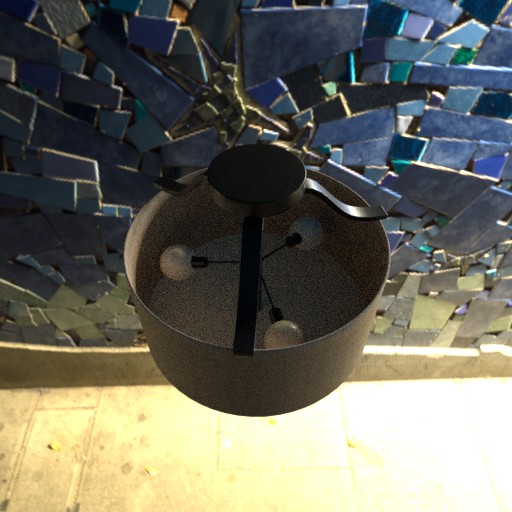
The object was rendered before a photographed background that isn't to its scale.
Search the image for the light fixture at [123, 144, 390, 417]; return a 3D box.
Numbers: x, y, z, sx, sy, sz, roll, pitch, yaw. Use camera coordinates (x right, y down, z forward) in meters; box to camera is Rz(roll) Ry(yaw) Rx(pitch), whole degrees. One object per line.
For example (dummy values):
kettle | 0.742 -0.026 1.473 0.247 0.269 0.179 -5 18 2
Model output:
light fixture | 0.000 0.000 0.669 0.390 0.306 0.390 0 47 0
